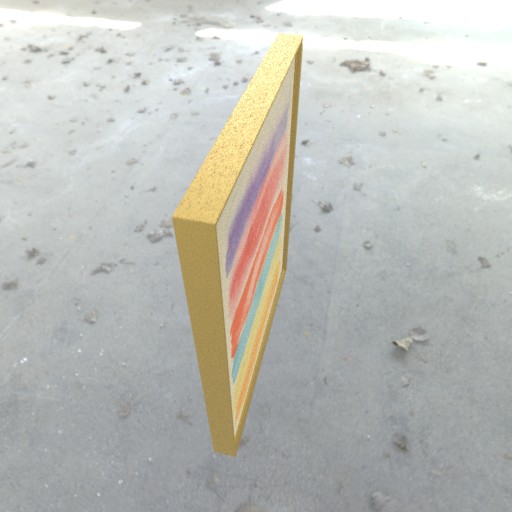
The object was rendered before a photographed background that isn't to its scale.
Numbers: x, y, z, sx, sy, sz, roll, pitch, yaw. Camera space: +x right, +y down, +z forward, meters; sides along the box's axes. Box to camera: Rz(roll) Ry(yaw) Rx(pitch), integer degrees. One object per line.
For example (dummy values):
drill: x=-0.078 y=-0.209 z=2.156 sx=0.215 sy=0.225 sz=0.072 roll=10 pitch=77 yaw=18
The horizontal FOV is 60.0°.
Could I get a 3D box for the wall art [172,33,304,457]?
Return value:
wall art: x=0.000 y=0.000 z=0.868 sx=0.048 sy=0.642 sz=0.537 roll=10 pitch=47 yaw=10
